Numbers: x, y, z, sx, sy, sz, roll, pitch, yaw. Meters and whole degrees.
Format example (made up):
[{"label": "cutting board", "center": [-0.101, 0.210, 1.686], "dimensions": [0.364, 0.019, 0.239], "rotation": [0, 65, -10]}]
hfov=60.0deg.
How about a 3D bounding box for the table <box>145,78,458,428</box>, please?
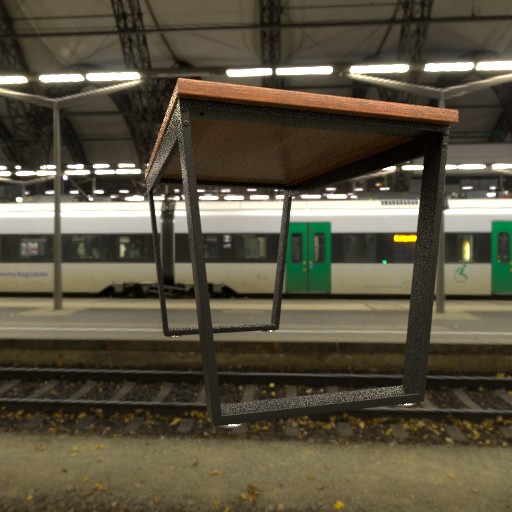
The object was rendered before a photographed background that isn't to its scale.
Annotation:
[{"label": "table", "center": [0.000, 0.000, 1.610], "dimensions": [0.714, 0.760, 1.205], "rotation": [0, 1, -17]}]
